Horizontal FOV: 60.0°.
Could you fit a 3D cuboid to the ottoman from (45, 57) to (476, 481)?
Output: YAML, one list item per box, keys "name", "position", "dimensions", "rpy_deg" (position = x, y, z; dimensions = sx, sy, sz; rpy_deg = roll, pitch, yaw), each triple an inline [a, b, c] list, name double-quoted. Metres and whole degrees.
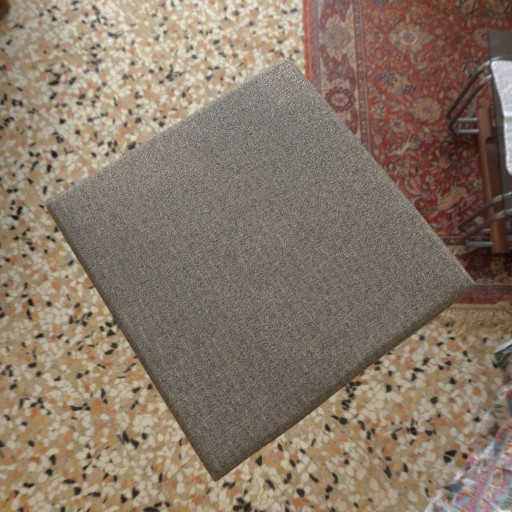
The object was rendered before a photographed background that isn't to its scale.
- name: "ottoman"
  position: [0.000, 0.000, 1.526]
  dimensions: [0.981, 0.379, 1.016]
  rpy_deg: [-34, 78, -8]
